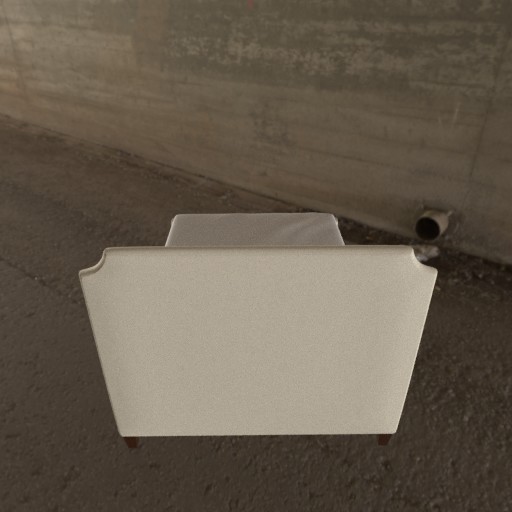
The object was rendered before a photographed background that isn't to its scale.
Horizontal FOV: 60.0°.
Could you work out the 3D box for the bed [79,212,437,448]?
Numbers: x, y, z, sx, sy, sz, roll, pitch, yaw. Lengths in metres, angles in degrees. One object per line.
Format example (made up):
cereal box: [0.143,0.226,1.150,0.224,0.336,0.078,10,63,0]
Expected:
bed: [0.000,0.000,3.385,1.712,1.443,2.372,0,31,-1]
